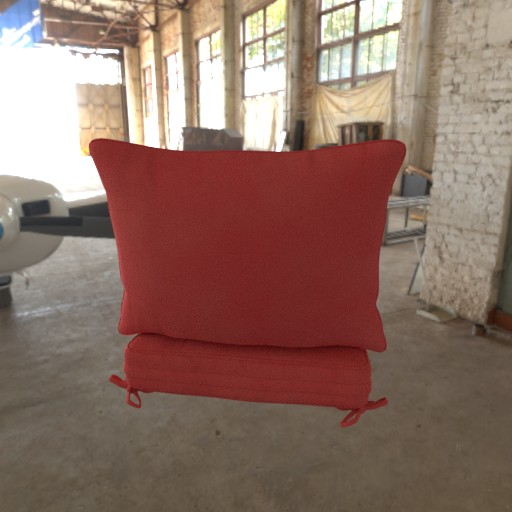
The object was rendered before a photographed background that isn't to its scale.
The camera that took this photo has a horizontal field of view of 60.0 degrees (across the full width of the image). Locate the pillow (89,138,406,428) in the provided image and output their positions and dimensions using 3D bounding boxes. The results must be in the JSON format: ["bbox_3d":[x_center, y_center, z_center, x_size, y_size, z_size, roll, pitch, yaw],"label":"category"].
[{"bbox_3d":[0.000,0.000,1.409,0.798,0.725,0.733,2,15,8],"label":"pillow"}]
